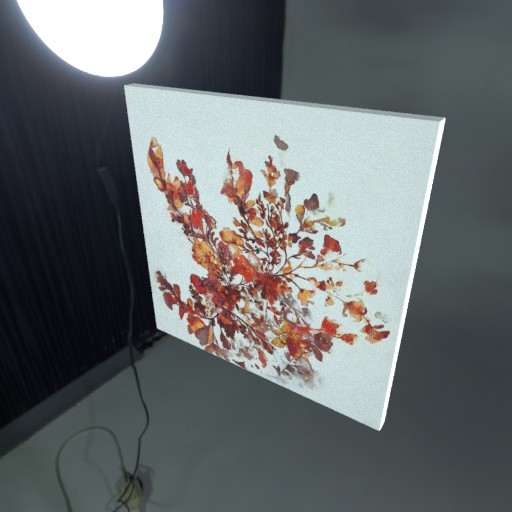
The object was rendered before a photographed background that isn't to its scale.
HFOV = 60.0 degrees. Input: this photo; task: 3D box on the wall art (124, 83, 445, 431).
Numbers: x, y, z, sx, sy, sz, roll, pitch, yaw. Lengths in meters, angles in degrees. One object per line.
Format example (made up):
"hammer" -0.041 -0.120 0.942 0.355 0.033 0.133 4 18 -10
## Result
"wall art" 0.000 0.000 1.486 1.009 1.009 0.049 17 33 28
